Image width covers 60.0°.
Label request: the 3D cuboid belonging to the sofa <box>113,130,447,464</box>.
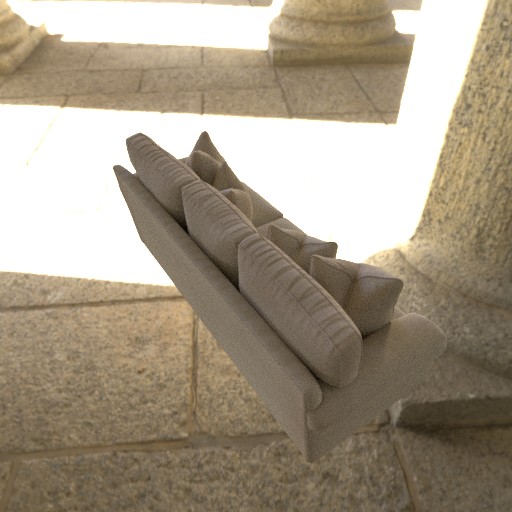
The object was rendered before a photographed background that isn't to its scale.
[{"bbox_3d":[0.000,0.000,2.781,0.965,0.975,2.312,-24,47,-25],"label":"sofa"}]
